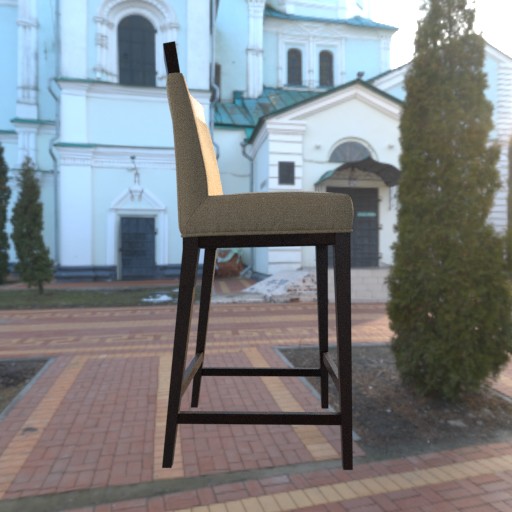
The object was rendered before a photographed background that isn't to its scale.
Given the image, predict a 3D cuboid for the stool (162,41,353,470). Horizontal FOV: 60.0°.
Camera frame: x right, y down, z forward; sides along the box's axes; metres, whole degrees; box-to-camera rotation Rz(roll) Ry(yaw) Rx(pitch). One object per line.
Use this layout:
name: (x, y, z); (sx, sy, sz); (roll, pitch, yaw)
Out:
stool: (0.000, 0.000, 1.400); (0.531, 1.117, 0.511); (0, 1, 1)
